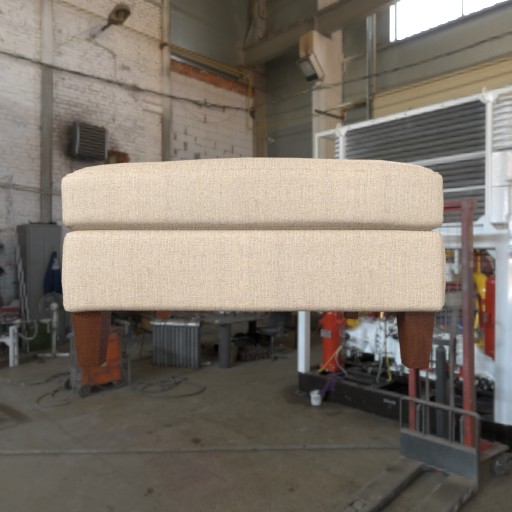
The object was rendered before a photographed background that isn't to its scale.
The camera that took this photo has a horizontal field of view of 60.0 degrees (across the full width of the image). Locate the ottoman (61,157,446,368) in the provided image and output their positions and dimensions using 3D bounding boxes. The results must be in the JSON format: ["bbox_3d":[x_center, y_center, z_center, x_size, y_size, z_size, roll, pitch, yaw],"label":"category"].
[{"bbox_3d":[0.000,0.000,1.341,0.838,0.481,0.838,0,0,1],"label":"ottoman"}]
